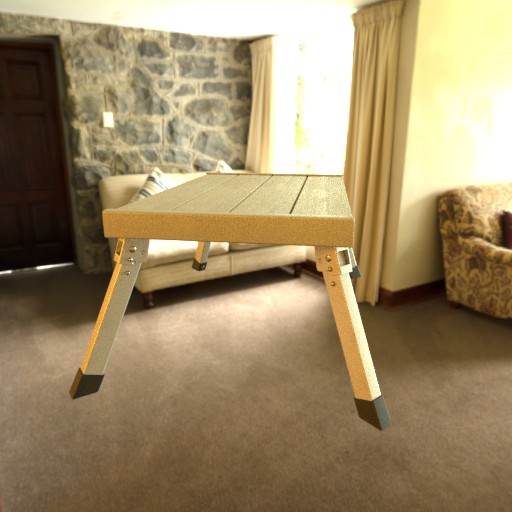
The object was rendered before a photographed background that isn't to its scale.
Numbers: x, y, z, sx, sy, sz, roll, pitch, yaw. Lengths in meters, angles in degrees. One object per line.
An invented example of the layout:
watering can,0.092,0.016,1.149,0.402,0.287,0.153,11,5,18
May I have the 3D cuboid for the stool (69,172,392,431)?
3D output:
stool,0.000,0.000,0.728,0.385,0.225,0.535,3,16,9
